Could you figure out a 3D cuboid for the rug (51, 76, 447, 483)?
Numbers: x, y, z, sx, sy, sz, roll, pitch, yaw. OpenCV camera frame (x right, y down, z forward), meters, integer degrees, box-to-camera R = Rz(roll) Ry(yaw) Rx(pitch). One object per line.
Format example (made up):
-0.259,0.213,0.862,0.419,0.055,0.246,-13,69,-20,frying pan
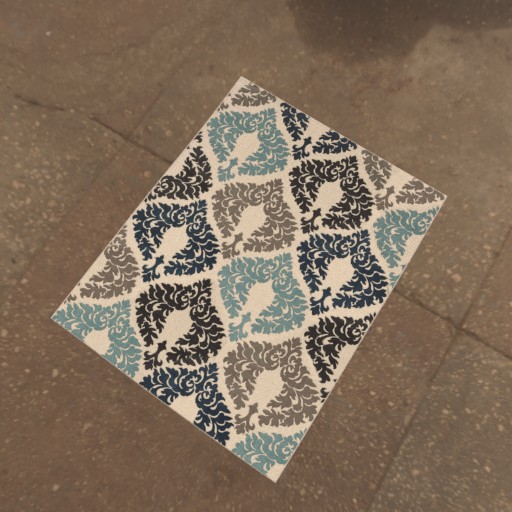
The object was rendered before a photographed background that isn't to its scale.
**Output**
0.000,0.000,4.120,2.423,0.014,3.040,33,78,8,rug
